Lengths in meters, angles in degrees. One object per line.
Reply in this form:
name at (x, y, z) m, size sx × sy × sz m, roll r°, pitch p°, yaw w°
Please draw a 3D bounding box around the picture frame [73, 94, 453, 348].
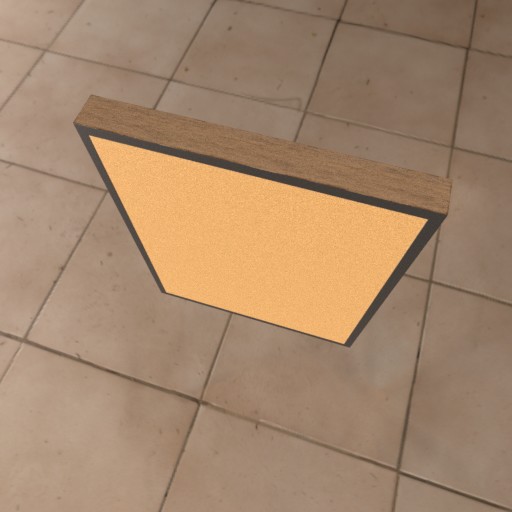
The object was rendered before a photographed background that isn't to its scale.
picture frame at (0.000, 0.000, 0.722) m, size 0.421 × 0.526 × 0.046 m, roll 15°, pitch 65°, yaw 7°
